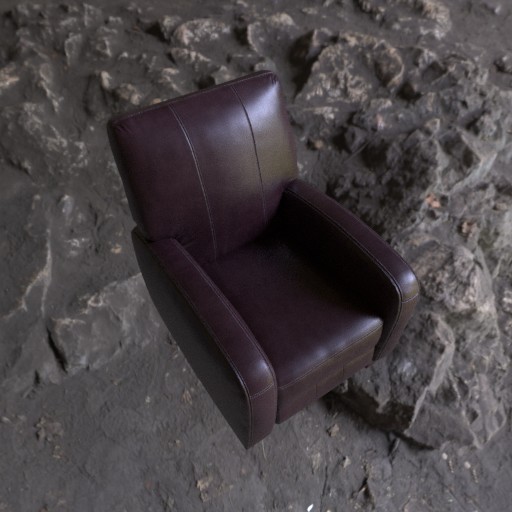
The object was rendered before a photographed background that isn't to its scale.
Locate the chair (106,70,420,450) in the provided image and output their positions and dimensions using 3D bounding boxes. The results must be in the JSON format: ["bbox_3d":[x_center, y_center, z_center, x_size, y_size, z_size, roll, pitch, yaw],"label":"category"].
[{"bbox_3d":[0.000,0.000,1.662,0.762,0.990,0.990,-26,53,-22],"label":"chair"}]
